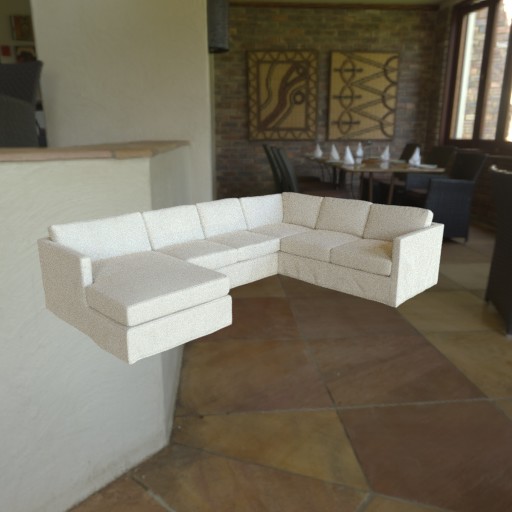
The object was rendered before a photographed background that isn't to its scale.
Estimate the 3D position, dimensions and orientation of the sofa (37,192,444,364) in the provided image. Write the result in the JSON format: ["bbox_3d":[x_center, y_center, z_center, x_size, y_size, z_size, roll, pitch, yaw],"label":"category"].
[{"bbox_3d":[0.000,0.000,4.561,2.448,0.882,3.464,14,21,42],"label":"sofa"}]
